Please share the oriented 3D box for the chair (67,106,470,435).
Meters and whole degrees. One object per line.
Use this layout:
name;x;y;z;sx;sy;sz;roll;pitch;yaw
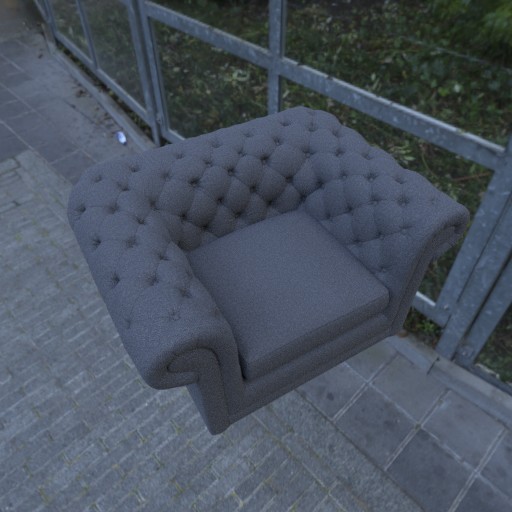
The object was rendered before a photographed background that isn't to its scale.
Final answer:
chair;0.000;0.000;1.872;1.270;0.770;0.976;-23;50;-21
